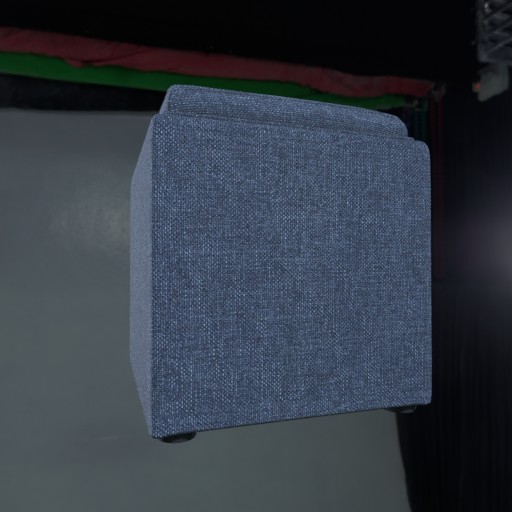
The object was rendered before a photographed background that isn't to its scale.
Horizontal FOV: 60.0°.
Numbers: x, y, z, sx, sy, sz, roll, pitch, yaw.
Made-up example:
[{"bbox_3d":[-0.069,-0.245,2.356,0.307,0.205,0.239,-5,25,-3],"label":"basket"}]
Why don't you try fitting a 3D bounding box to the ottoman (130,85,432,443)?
[{"bbox_3d":[0.000,0.000,0.839,0.436,0.493,0.454,0,-1,-19],"label":"ottoman"}]
